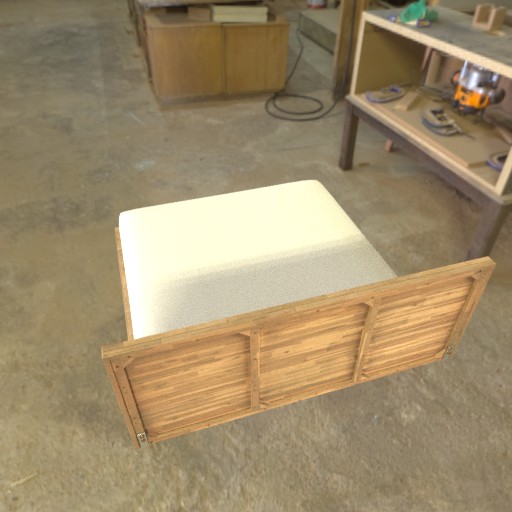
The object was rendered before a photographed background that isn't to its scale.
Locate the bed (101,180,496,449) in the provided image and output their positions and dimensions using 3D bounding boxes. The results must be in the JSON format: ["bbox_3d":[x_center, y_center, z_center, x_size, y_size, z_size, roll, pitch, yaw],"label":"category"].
[{"bbox_3d":[0.000,0.000,3.352,2.116,1.100,2.167,-12,42,-13],"label":"bed"}]
